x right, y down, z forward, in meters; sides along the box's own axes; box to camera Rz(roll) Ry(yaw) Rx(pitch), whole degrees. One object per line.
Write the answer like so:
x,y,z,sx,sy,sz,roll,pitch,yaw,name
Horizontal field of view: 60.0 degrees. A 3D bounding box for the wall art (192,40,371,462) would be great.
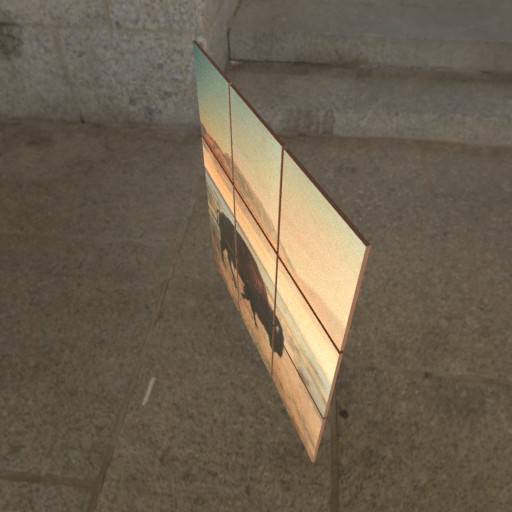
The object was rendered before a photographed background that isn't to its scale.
0.000,0.000,1.744,0.019,1.218,1.221,-17,48,-16,wall art
